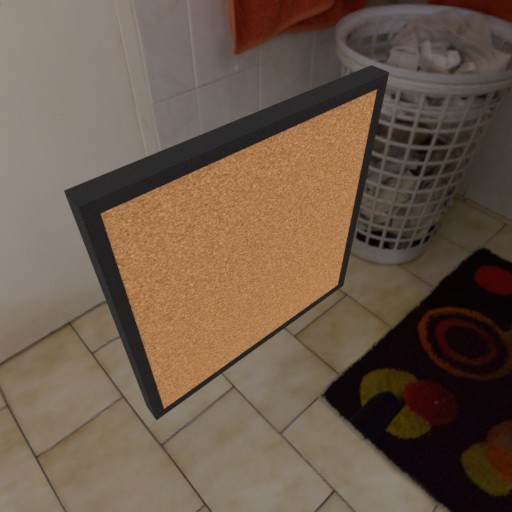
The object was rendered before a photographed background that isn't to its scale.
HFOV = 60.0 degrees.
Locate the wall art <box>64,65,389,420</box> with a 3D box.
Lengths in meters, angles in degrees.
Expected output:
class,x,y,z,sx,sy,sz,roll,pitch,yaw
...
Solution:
class,x,y,z,sx,sy,sz,roll,pitch,yaw
wall art,0.000,0.000,0.757,0.506,0.503,0.036,-31,53,-27
